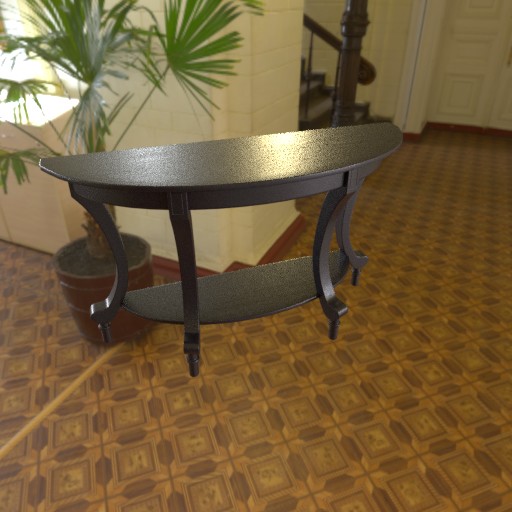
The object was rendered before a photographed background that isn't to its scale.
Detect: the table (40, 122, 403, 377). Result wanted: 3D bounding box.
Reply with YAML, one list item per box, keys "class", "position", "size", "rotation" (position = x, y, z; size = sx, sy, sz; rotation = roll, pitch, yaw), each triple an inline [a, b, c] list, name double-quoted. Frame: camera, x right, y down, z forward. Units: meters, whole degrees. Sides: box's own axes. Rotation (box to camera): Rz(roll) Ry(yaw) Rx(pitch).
- class: "table"
  position: [0.000, 0.000, 1.491]
  size: [1.198, 0.692, 0.394]
  rotation: [-11, 33, -17]
